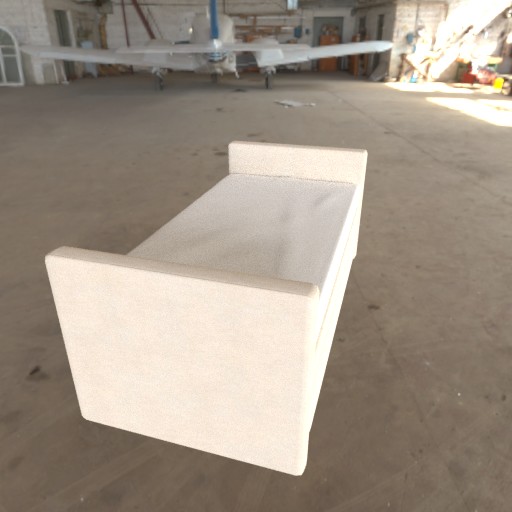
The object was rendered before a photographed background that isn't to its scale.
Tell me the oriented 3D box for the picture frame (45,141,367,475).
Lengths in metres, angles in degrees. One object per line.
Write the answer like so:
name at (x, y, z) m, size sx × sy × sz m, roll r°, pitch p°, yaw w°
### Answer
picture frame at (0.000, 0.000, 2.686) m, size 1.069 × 0.891 × 2.161 m, roll 8°, pitch 28°, yaw 15°
